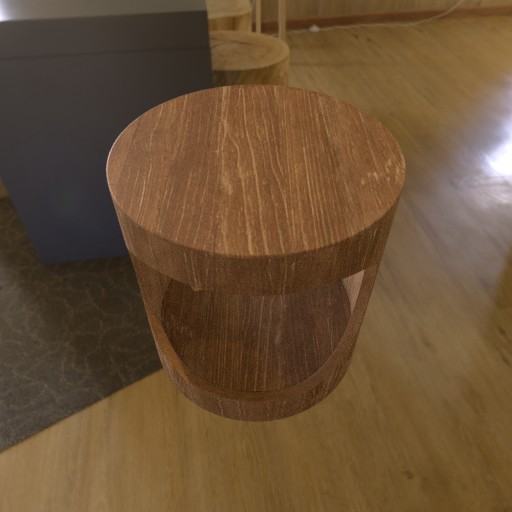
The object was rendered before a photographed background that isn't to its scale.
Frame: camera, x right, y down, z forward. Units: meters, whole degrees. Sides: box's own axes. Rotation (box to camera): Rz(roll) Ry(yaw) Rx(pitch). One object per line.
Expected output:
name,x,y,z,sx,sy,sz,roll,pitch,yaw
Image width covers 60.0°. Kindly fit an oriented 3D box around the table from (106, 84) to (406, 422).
table,0.000,0.000,0.999,0.527,0.551,0.527,0,46,0
